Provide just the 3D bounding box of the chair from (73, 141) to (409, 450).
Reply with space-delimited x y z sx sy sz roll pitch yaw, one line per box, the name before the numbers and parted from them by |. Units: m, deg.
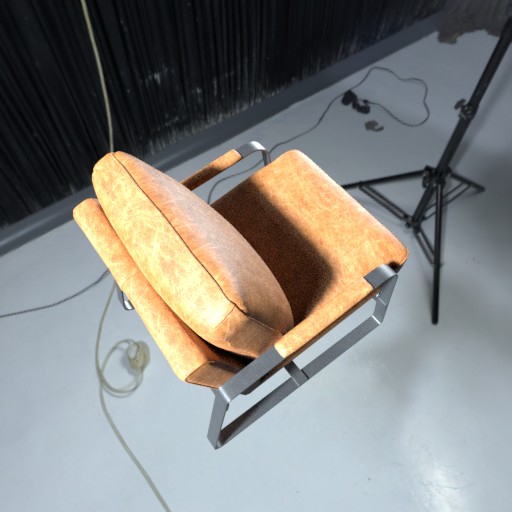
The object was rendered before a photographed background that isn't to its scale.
chair | 0.000 0.000 1.361 0.801 0.777 0.651 -32 63 -19
